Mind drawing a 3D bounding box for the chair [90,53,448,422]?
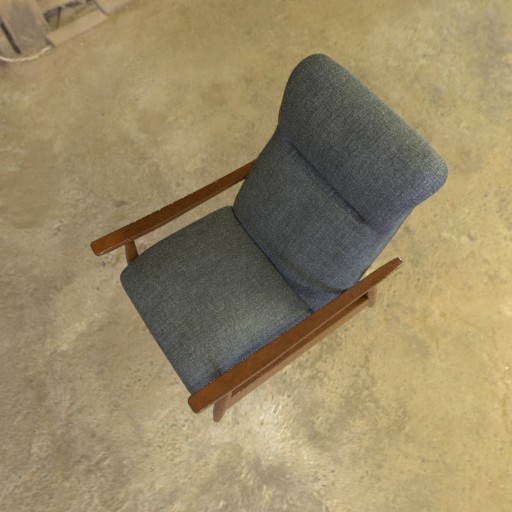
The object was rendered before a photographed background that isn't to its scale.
[{"bbox_3d":[0.000,0.000,1.766,1.030,1.082,0.762,-33,69,-15],"label":"chair"}]
